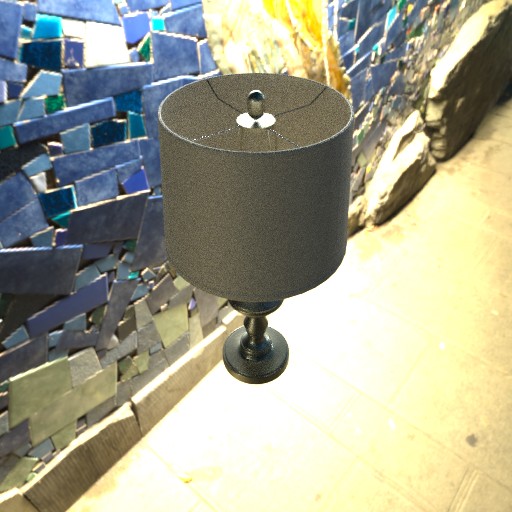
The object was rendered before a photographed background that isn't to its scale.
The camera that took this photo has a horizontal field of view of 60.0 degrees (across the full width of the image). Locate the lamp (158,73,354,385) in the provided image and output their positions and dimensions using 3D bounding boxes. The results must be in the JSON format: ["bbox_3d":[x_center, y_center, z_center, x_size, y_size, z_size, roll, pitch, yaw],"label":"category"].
[{"bbox_3d":[0.000,0.000,0.982,0.383,0.733,0.383,0,41,0],"label":"lamp"}]
